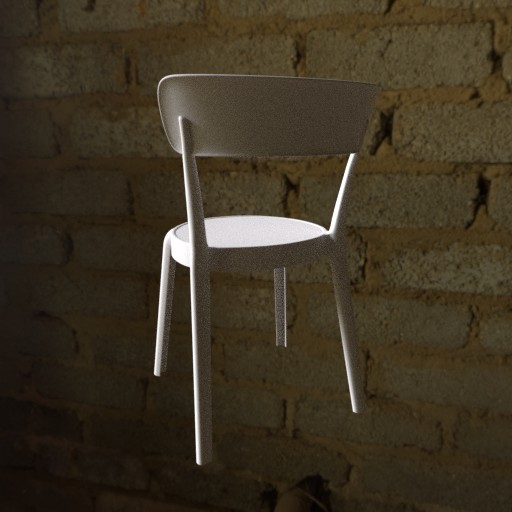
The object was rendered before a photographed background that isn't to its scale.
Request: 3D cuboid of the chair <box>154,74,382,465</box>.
[{"bbox_3d":[0.000,0.000,1.110,0.506,0.790,0.491,-7,17,-25],"label":"chair"}]
